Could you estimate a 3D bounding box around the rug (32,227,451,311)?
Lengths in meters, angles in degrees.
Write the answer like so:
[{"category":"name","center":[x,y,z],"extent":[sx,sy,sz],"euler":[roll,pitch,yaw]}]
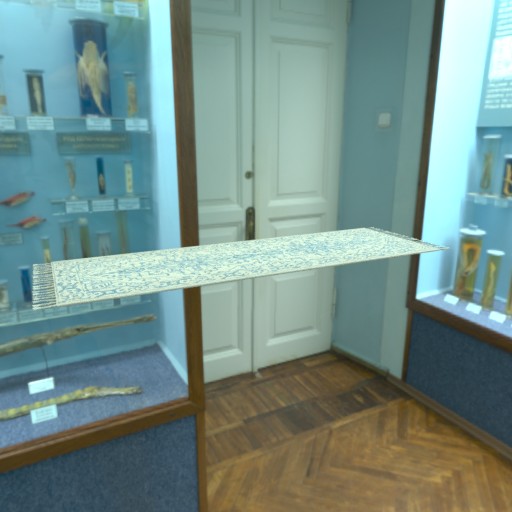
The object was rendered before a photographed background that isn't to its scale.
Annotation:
[{"category":"rug","center":[0.000,0.000,2.697],"extent":[2.449,0.011,0.774],"euler":[-7,17,-25]}]
